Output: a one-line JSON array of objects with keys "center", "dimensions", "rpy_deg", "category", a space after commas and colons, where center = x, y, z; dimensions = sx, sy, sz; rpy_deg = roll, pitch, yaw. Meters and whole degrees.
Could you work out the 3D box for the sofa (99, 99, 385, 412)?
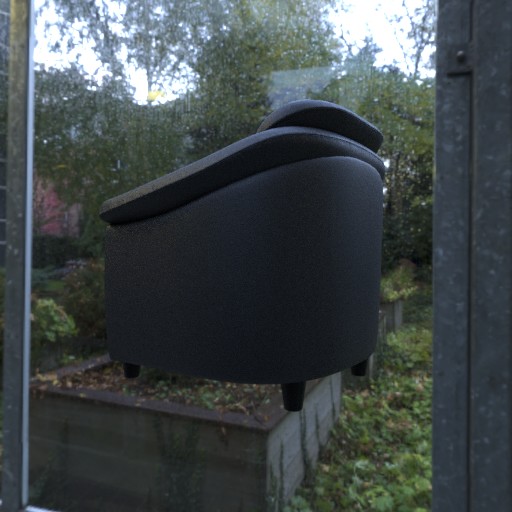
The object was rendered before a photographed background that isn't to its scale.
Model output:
[{"center": [0.000, 0.000, 1.508], "dimensions": [0.794, 0.811, 0.870], "rpy_deg": [0, 0, 36], "category": "sofa"}]
